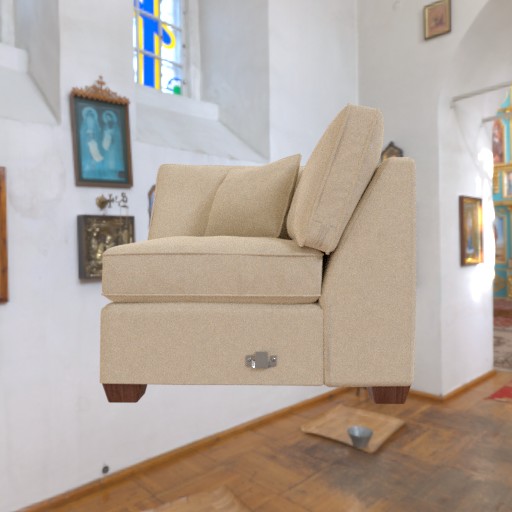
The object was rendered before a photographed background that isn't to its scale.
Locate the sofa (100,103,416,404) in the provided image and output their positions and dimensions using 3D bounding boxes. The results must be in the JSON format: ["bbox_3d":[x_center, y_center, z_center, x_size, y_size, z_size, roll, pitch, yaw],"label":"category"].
[{"bbox_3d":[0.000,0.000,1.998,1.084,1.002,1.146,0,-1,0],"label":"sofa"}]
